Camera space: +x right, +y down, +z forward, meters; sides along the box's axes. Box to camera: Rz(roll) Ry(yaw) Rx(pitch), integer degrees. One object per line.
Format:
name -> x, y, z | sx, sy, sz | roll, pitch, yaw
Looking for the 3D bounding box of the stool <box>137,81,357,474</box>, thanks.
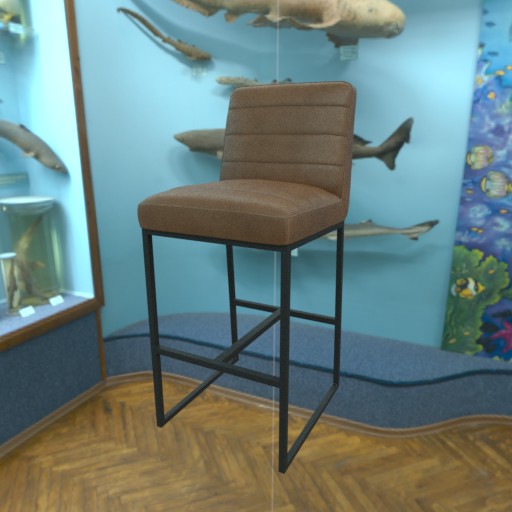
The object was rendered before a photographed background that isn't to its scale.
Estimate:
stool -> 0.000, 0.000, 1.369 | 0.458, 1.040, 0.556 | 8, 17, 27
